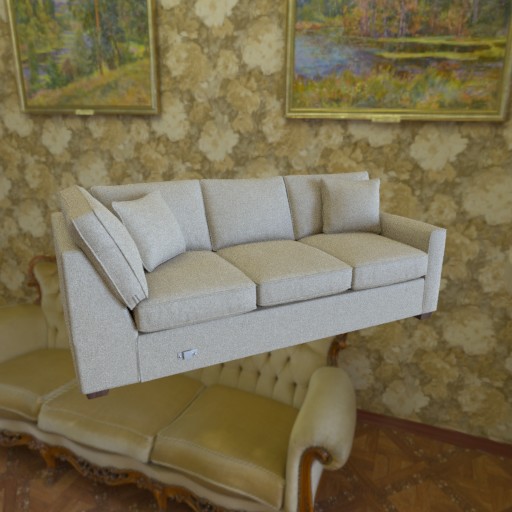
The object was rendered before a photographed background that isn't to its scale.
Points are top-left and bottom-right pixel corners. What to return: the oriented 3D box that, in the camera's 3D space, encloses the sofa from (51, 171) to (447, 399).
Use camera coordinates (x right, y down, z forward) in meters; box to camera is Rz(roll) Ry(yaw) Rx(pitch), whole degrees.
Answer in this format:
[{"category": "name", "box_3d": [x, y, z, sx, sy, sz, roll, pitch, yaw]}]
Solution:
[{"category": "sofa", "box_3d": [0.000, 0.000, 2.861, 2.323, 0.948, 1.053, -8, 19, -25]}]
